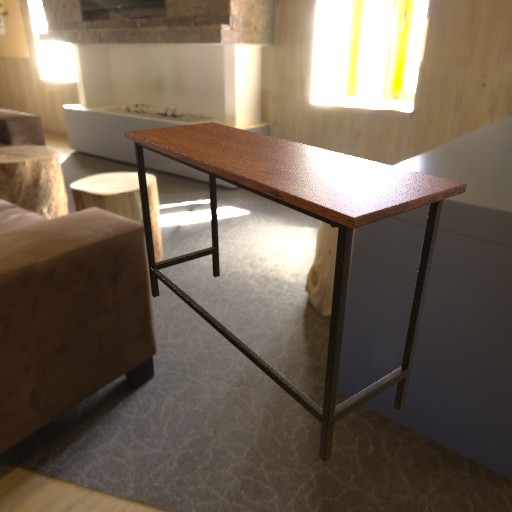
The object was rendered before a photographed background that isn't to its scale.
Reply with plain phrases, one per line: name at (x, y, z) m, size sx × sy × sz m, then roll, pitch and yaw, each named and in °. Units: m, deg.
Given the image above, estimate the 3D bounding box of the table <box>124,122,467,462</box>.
table at (0.000, 0.000, 1.579) m, size 0.408 × 0.740 × 1.204 m, roll -18°, pitch 31°, yaw -32°
